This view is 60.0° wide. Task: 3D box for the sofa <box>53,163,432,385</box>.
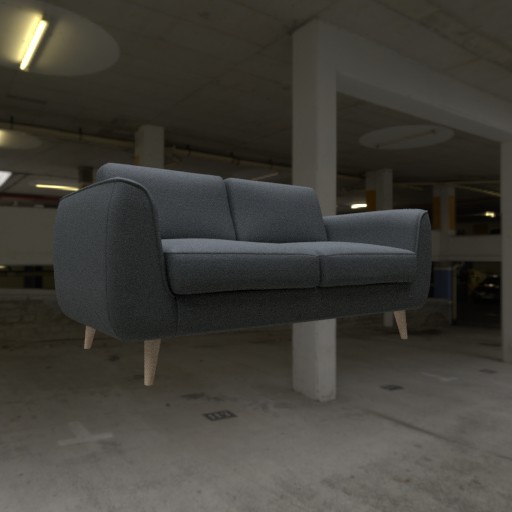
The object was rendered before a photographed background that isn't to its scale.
[{"bbox_3d":[0.000,0.000,2.147,1.700,0.850,0.920,0,0,-36],"label":"sofa"}]
